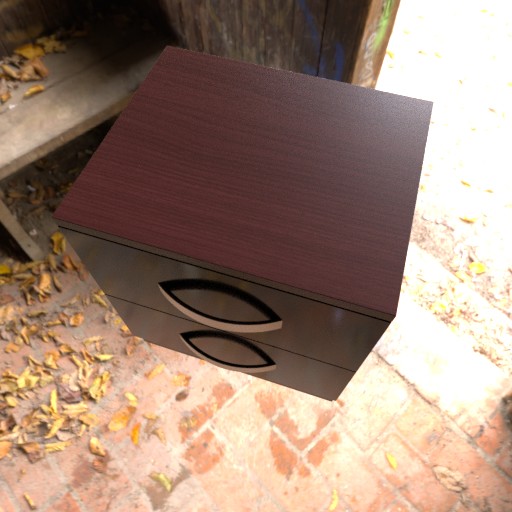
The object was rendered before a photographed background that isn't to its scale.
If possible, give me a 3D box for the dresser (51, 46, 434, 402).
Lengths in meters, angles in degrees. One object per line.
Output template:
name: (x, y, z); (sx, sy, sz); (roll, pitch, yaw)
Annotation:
dresser: (0.000, 0.000, 0.759); (0.400, 0.470, 0.360); (16, 61, 9)
